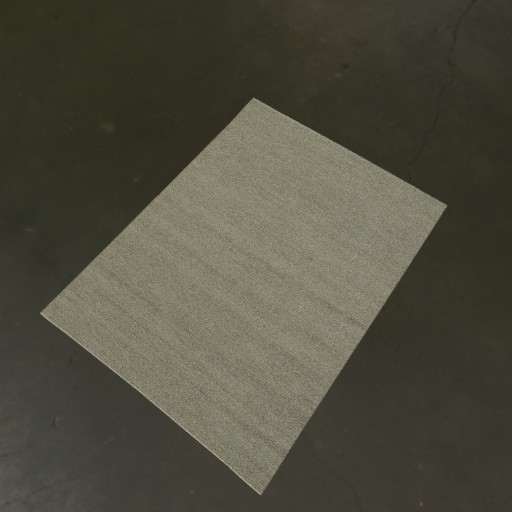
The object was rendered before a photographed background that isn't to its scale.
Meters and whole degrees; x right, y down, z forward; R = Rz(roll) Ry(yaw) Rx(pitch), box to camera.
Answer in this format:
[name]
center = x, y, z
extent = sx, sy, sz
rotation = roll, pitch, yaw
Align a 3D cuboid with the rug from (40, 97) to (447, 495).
[rug]
center = 0.000, 0.000, 4.752
extent = 2.757, 0.051, 3.626
rotation = 34, 69, 15
